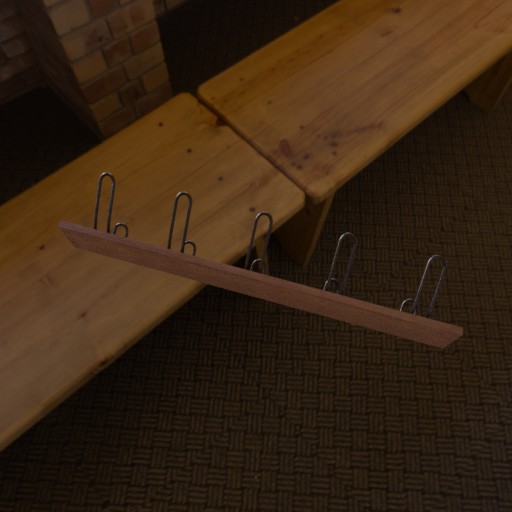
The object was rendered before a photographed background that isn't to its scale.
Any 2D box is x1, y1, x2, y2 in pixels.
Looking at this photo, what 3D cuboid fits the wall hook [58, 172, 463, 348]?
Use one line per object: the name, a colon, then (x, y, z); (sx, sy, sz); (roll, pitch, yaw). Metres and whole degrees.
wall hook: (0.000, 0.000, 0.608); (0.554, 0.116, 0.076); (15, 64, 7)
